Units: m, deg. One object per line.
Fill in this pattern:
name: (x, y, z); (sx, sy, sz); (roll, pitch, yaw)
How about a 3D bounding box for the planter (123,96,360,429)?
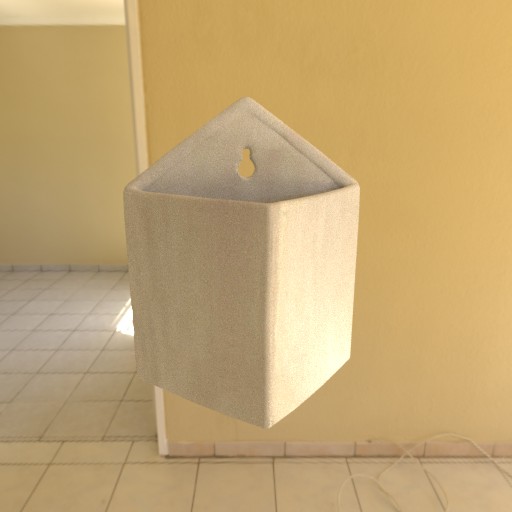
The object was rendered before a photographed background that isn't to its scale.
planter: (0.000, 0.000, 0.277); (0.163, 0.194, 0.080); (-3, 16, -10)
